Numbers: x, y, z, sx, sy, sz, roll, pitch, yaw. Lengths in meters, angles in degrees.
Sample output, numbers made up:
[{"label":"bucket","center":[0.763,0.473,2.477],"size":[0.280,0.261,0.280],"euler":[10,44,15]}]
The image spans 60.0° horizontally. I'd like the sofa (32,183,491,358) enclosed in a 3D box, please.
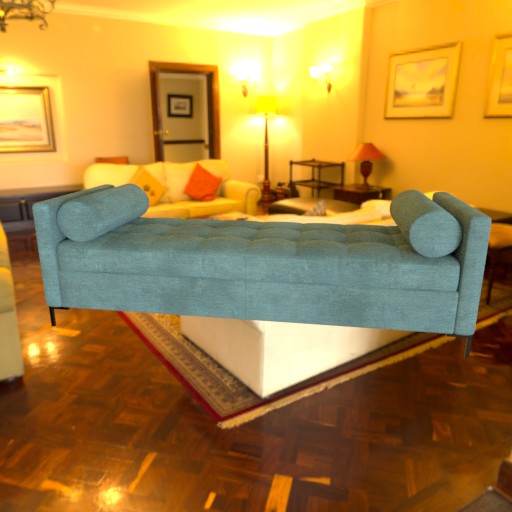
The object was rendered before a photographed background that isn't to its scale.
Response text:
[{"label":"sofa","center":[0.000,0.000,2.282],"size":[1.981,0.635,0.686],"euler":[3,17,9]}]
